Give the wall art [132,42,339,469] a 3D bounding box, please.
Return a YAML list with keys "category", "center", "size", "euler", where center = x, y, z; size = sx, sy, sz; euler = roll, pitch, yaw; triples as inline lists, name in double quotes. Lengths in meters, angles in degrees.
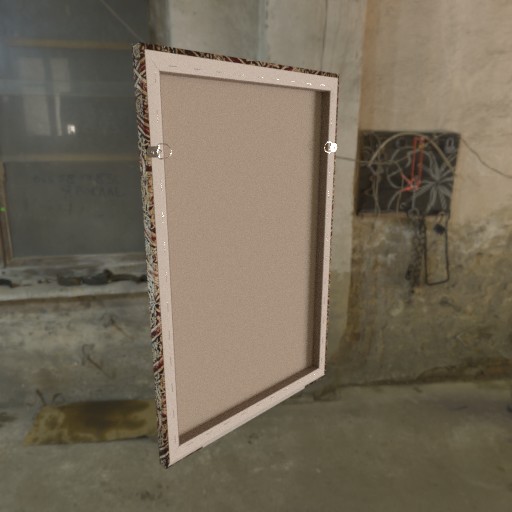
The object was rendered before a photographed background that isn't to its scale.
- category: "wall art"
  center: [0.000, 0.000, 1.114]
  size: [0.599, 0.904, 0.030]
  euler: [-14, 20, -42]
